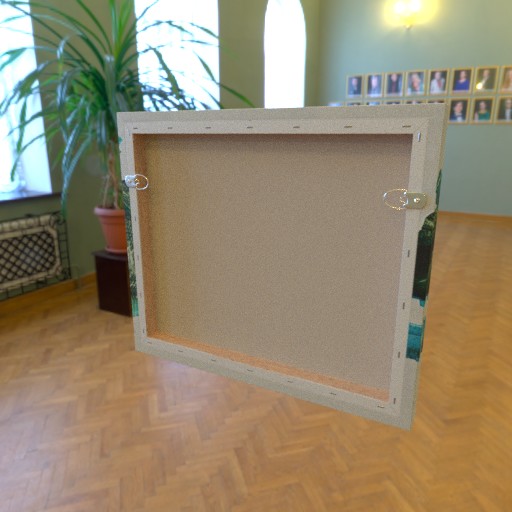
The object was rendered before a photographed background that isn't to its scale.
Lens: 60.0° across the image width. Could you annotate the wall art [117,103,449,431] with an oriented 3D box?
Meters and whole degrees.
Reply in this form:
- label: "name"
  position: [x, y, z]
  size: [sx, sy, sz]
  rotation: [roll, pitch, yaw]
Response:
- label: "wall art"
  position: [0.000, 0.000, 0.690]
  size: [0.507, 0.435, 0.041]
  rotation: [8, 17, 27]
